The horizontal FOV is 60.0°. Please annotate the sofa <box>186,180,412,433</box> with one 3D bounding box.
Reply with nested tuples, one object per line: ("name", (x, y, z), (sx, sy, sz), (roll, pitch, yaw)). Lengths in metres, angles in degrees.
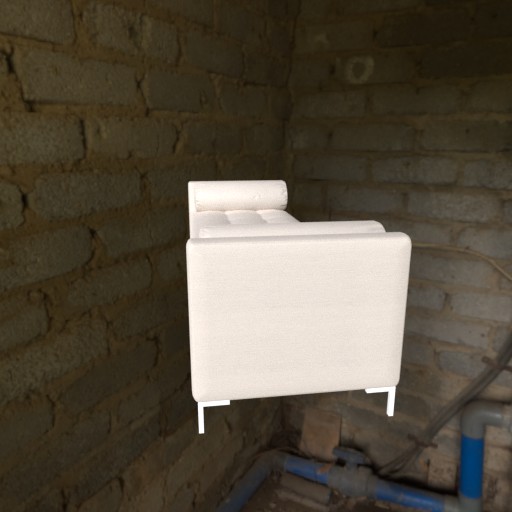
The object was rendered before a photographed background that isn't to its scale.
("sofa", (0.000, 0.000, 2.318), (0.686, 0.635, 1.981), (-2, 15, -8))
